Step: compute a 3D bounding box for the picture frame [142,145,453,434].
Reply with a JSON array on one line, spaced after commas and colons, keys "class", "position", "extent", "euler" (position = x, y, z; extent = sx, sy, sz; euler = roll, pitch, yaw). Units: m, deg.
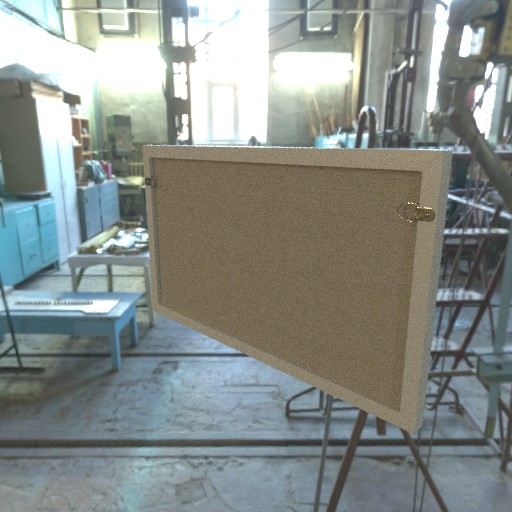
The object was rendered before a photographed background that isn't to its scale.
[{"class": "picture frame", "position": [0.000, 0.000, 0.791], "extent": [0.647, 0.379, 0.044], "euler": [14, 20, 43]}]
